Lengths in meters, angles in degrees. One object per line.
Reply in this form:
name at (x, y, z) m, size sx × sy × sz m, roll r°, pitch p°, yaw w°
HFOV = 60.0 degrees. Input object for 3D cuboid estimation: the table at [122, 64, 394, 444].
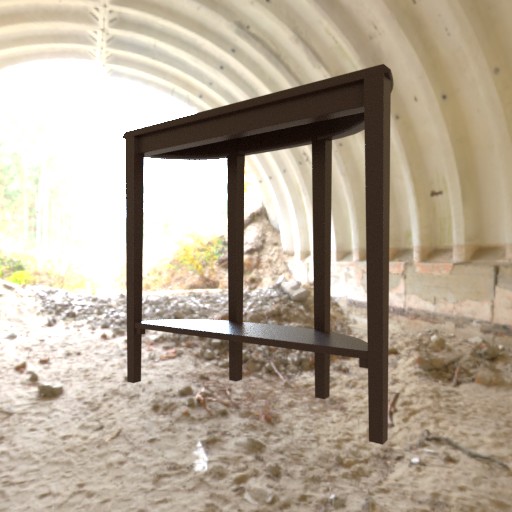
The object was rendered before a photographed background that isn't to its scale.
table at (0.000, 0.000, 1.328) m, size 0.909 × 0.831 × 0.274 m, roll 0°, pitch -1°, yaw 36°
